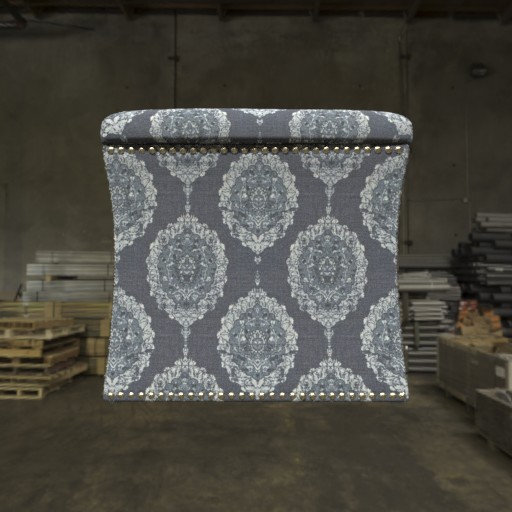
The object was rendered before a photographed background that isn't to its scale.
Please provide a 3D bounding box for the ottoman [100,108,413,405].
[{"bbox_3d":[0.000,0.000,0.907,0.497,0.475,0.507,0,-2,0],"label":"ottoman"}]
